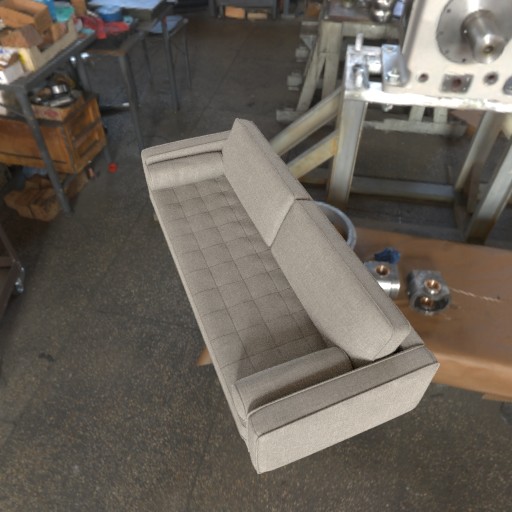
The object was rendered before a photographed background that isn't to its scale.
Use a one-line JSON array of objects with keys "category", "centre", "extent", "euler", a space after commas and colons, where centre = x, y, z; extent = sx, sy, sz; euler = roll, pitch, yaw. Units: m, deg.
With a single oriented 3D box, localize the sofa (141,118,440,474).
[{"category": "sofa", "centre": [0.000, 0.000, 2.676], "extent": [0.914, 0.762, 2.211], "euler": [-16, 48, -15]}]
